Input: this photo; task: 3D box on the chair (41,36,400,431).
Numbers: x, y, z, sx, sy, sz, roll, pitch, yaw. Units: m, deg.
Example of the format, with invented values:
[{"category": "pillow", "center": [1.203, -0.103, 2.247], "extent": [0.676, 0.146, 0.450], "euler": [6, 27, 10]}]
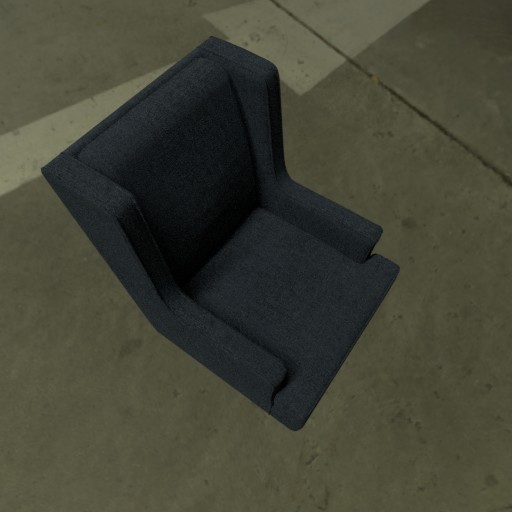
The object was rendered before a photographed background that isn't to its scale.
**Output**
[{"category": "chair", "center": [0.000, 0.000, 1.686], "extent": [0.947, 1.072, 0.764], "euler": [32, 64, 18]}]
